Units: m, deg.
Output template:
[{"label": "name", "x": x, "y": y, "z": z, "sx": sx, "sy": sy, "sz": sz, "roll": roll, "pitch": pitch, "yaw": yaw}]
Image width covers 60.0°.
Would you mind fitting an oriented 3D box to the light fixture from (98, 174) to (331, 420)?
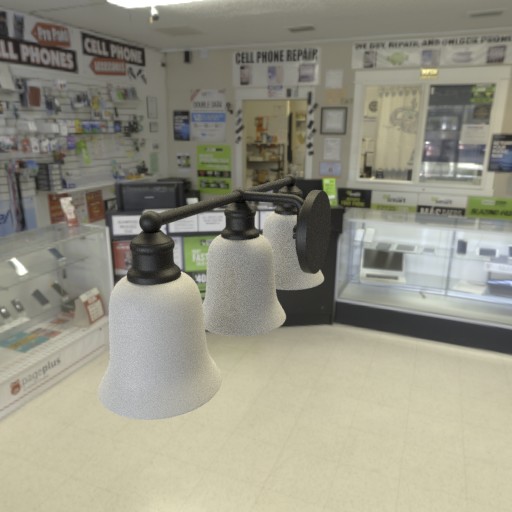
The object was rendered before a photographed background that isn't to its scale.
[{"label": "light fixture", "x": 0.000, "y": 0.000, "z": 0.679, "sx": 0.198, "sy": 0.211, "sz": 0.570, "roll": 7, "pitch": 18, "yaw": 24}]
